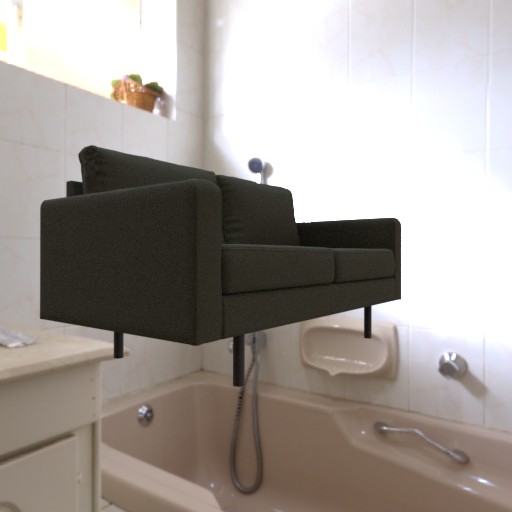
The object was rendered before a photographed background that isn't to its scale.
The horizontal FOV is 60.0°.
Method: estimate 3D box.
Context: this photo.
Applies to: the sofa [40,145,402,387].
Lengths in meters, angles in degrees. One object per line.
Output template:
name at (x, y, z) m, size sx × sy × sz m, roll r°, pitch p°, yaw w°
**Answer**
sofa at (0.000, 0.000, 2.199) m, size 0.889 × 0.897 × 1.730 m, roll 0°, pitch 0°, yaw 37°
